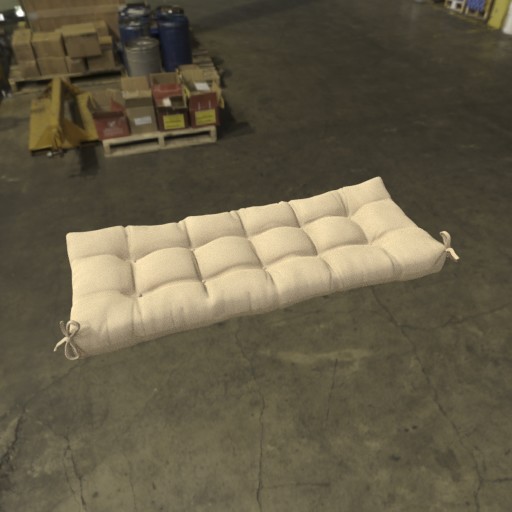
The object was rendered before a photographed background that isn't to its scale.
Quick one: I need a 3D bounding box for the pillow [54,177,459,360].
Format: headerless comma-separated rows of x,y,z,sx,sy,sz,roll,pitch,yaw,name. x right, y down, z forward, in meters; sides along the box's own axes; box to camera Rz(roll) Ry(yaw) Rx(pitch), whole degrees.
0.000,0.000,1.372,1.194,0.174,0.511,-12,43,-13,pillow
